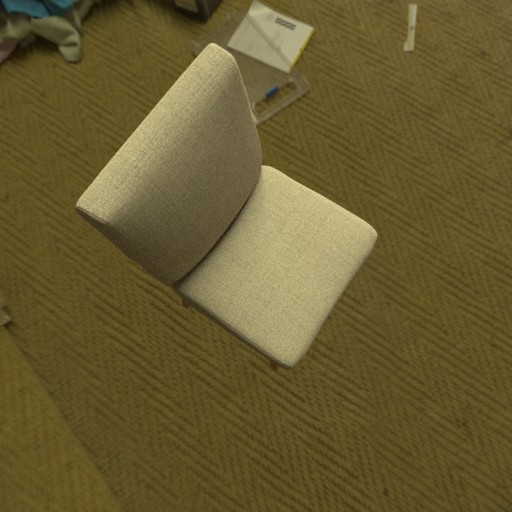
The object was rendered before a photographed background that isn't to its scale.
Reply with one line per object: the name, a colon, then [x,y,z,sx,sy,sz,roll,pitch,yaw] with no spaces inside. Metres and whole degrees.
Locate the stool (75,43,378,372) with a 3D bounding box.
stool: [0.000,0.000,1.283,0.526,1.010,0.459,34,78,8]
